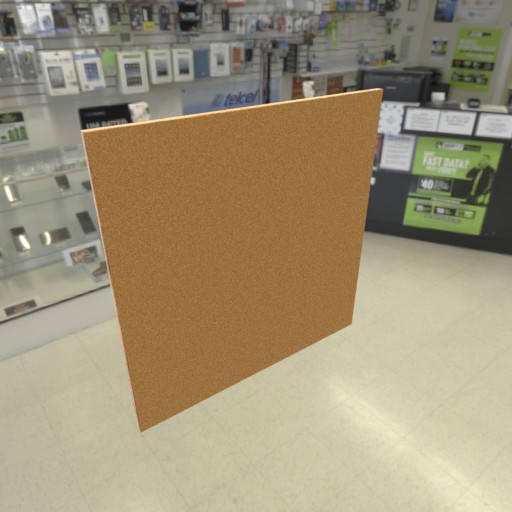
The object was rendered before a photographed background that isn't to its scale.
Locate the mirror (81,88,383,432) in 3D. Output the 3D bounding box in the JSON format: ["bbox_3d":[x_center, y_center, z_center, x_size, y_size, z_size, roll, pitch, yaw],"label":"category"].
[{"bbox_3d":[0.000,0.000,1.221,0.804,0.804,0.061,-19,35,-30],"label":"mirror"}]
